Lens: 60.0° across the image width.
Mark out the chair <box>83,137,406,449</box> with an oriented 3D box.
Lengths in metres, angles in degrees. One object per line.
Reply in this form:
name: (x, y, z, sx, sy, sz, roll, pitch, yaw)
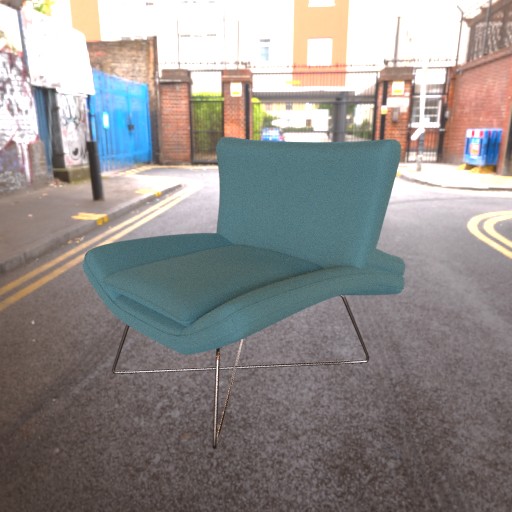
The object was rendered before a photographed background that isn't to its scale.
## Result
chair: (0.000, 0.000, 1.667, 0.859, 0.855, 1.008, 15, 22, 43)
